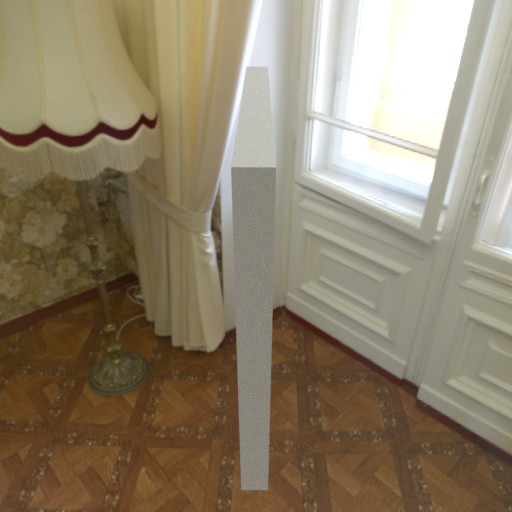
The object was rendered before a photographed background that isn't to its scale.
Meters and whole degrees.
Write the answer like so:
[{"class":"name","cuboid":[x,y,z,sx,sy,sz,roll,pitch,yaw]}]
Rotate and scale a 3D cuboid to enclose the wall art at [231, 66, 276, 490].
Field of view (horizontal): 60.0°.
[{"class":"wall art","cuboid":[0.000,0.000,0.445,0.024,0.304,0.304,0,32,0]}]
